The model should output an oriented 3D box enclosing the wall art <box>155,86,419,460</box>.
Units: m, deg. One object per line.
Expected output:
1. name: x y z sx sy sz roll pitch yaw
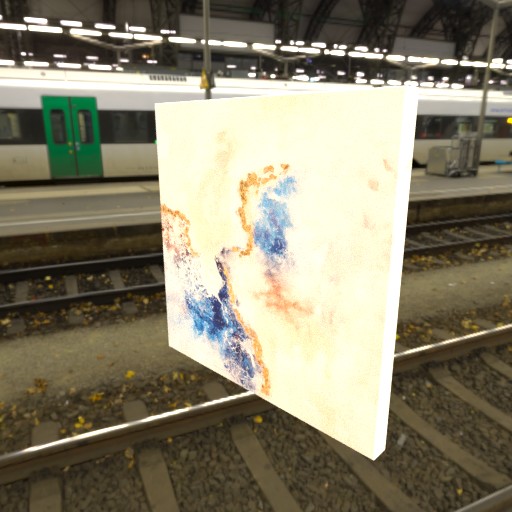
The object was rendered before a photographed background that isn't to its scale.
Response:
1. wall art: 0.000 0.000 1.572 1.061 1.061 0.071 15 22 42
